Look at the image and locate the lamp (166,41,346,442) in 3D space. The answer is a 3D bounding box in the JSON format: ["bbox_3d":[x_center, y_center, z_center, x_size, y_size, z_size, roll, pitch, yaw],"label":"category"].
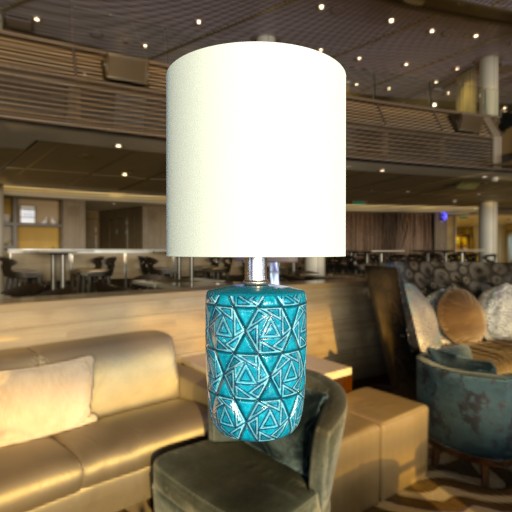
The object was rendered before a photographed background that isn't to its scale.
[{"bbox_3d":[0.000,0.000,0.486,0.193,0.377,0.193,0,1,35],"label":"lamp"}]
